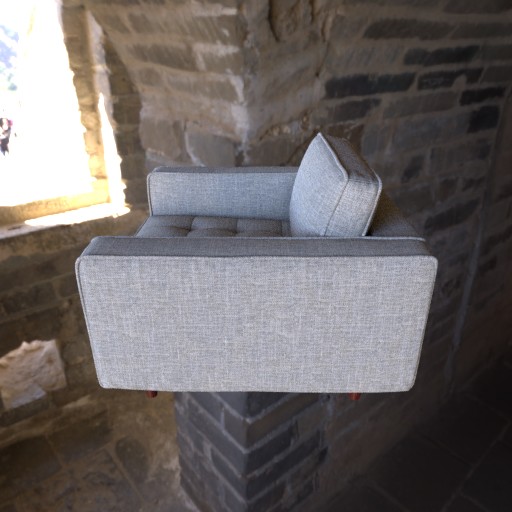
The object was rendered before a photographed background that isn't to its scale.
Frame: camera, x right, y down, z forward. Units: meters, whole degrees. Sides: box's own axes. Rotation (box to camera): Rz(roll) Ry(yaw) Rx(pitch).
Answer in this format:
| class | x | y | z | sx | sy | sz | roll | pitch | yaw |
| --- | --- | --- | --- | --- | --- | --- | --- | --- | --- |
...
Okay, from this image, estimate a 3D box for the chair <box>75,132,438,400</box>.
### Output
| class | x | y | z | sx | sy | sz | roll | pitch | yaw |
| --- | --- | --- | --- | --- | --- | --- | --- | --- | --- |
| chair | 0.000 | 0.000 | 1.551 | 0.914 | 0.765 | 0.889 | 0 | 26 | 1 |
